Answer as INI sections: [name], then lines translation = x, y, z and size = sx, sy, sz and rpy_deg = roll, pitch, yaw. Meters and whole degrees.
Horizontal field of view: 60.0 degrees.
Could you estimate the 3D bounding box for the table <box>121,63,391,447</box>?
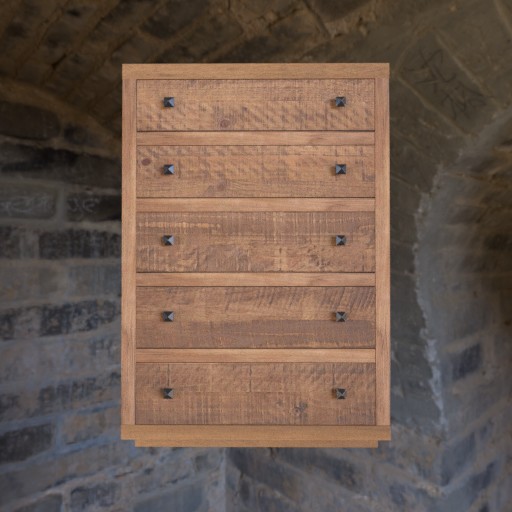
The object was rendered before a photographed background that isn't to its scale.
[table]
translation = 0.000, 0.000, 1.721
size = 0.901, 1.294, 0.524
rpy_deg = 0, -1, 0
